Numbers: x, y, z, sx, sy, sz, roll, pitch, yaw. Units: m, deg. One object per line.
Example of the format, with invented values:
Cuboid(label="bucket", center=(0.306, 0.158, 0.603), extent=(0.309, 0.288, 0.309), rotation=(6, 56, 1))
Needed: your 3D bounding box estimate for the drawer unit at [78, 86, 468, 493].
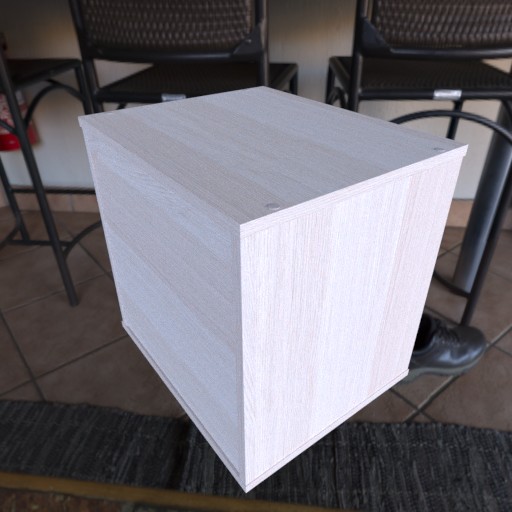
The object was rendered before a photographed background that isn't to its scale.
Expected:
Cuboid(label="drawer unit", center=(0.000, 0.000, 0.597), extent=(0.290, 0.344, 0.349), rotation=(-22, 39, -30))
